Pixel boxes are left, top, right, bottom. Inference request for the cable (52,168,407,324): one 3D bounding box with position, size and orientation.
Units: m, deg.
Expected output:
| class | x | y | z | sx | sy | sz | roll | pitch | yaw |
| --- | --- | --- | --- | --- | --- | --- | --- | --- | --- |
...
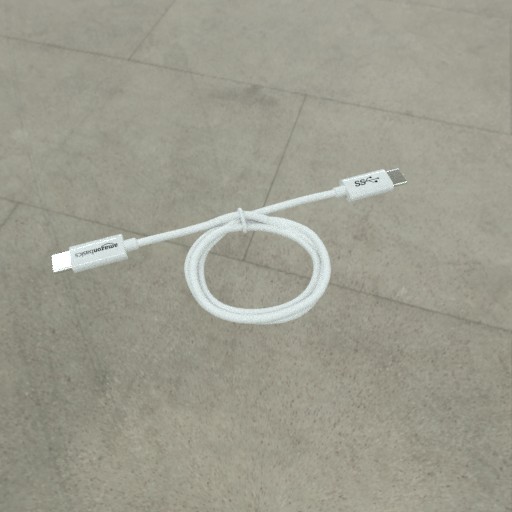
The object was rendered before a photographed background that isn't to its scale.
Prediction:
| class | x | y | z | sx | sy | sz | roll | pitch | yaw |
| --- | --- | --- | --- | --- | --- | --- | --- | --- | --- |
| cable | 0.000 | 0.000 | 0.211 | 0.186 | 0.014 | 0.070 | -16 | 59 | -10 |
